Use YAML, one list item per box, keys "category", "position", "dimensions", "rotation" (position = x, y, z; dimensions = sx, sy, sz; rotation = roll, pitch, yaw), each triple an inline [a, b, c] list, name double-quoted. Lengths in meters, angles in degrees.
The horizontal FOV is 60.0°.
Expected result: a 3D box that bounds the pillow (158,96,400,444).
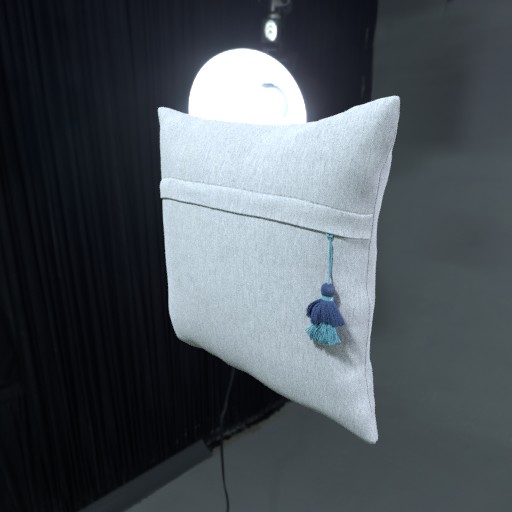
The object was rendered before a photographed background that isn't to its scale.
- category: "pillow"
  position: [0.000, 0.000, 0.668]
  dimensions: [0.433, 0.436, 0.173]
  rotation: [15, 22, 42]
